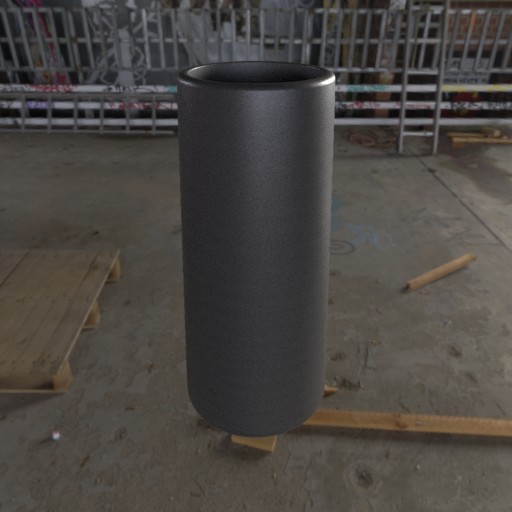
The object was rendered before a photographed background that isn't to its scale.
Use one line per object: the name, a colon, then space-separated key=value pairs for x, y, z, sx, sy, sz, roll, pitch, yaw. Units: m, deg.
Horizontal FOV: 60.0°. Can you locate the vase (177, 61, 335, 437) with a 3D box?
vase: x=0.000 y=0.000 z=0.371 sx=0.136 sy=0.289 sz=0.136 roll=10 pitch=32 yaw=17
